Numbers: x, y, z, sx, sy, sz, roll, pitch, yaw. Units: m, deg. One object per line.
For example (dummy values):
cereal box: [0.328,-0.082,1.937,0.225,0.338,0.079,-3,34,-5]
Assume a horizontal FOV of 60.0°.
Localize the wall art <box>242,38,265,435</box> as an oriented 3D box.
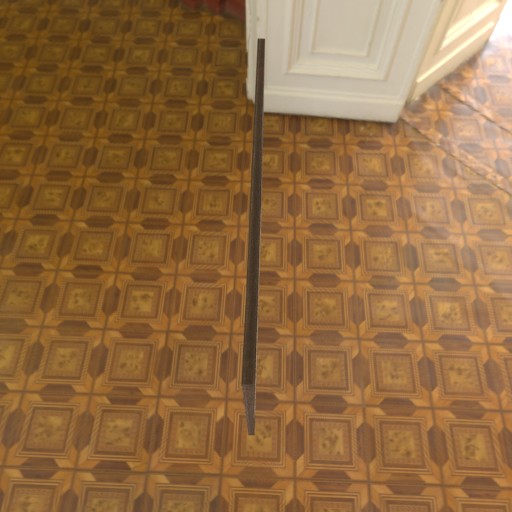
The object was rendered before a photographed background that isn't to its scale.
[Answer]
wall art: [0.000,0.000,1.491,0.023,0.875,1.033,2,62,1]
